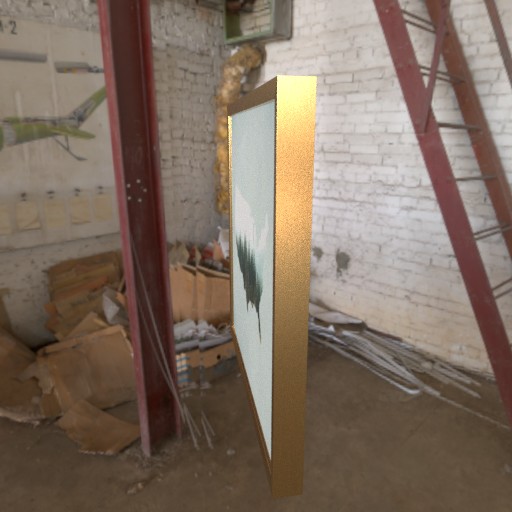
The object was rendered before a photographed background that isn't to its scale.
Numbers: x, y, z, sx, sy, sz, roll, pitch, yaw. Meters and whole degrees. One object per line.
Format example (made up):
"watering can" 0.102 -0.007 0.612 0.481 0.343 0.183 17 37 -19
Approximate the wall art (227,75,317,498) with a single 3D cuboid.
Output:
"wall art" 0.000 0.000 0.749 0.040 0.509 0.509 -2 16 -9
